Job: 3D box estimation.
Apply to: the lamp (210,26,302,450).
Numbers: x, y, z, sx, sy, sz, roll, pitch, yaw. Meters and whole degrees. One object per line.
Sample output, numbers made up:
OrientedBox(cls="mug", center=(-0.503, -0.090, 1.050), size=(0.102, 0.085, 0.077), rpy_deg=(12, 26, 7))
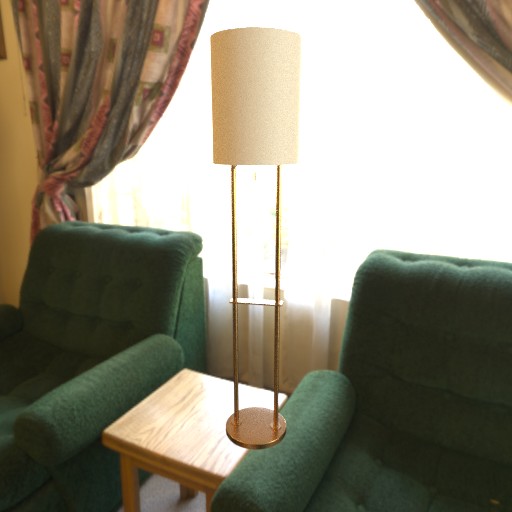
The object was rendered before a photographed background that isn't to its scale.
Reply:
OrientedBox(cls="lamp", center=(0.000, 0.000, 1.663), size=(0.306, 1.500, 0.305), rpy_deg=(3, 15, 10))
